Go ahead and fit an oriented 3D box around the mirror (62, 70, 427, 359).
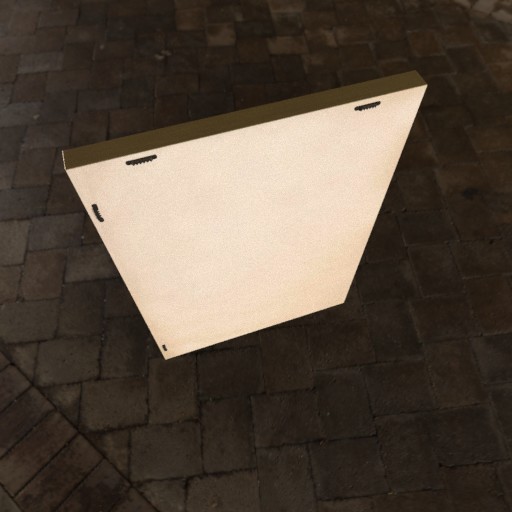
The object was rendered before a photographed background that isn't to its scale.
[{"bbox_3d":[0.000,0.000,0.898,0.507,0.710,0.040,-16,60,-10],"label":"mirror"}]
